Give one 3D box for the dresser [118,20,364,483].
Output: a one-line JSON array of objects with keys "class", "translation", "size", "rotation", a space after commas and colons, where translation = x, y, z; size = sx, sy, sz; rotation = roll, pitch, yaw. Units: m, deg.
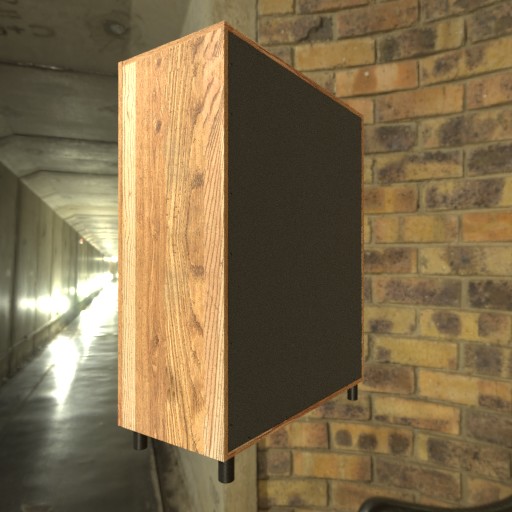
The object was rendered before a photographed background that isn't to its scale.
[{"class": "dresser", "translation": [0.000, 0.000, 1.702], "size": [0.480, 1.243, 0.966], "rotation": [0, 0, 36]}]
